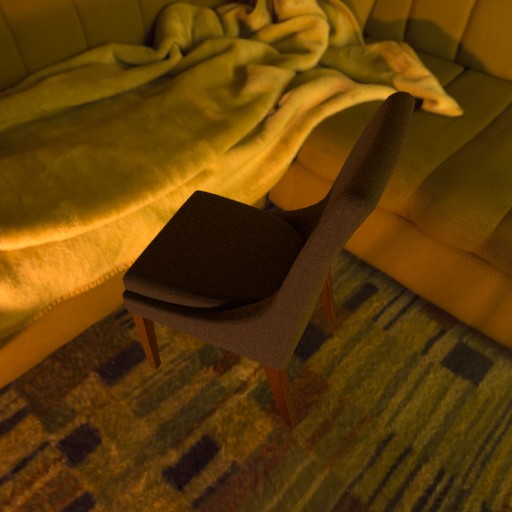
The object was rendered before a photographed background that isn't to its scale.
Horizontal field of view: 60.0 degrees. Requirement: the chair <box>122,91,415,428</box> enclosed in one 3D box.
[{"bbox_3d":[0.000,0.000,1.319,0.655,0.952,0.508,17,48,16],"label":"chair"}]
